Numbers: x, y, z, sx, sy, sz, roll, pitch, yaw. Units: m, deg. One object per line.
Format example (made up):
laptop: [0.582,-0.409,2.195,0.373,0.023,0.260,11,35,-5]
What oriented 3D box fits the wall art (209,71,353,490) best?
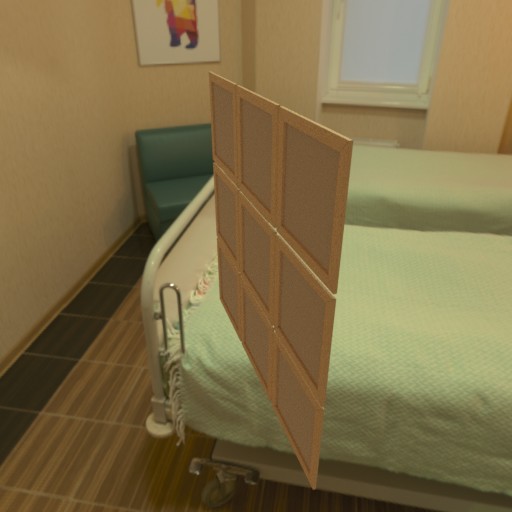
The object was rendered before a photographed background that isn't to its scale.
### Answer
wall art: [0.000,0.000,2.168,0.014,1.507,1.519,-10,31,-17]
